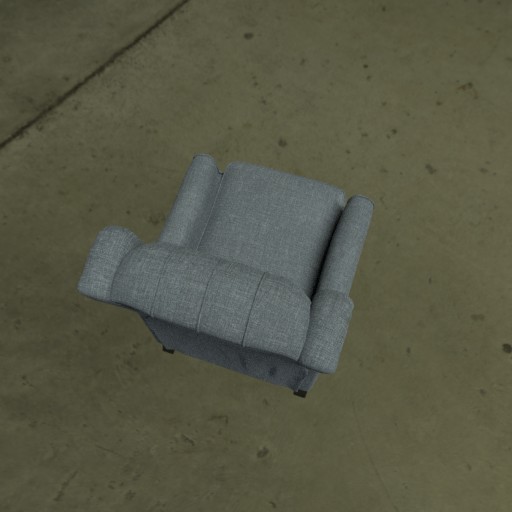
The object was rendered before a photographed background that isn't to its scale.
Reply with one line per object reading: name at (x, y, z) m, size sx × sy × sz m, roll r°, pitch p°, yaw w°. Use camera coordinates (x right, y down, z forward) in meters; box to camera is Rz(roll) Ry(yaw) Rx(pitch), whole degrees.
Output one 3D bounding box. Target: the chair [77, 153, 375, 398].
chair at (0.000, 0.000, 1.643) m, size 0.742 × 1.035 × 0.898 m, roll 16°, pitch 64°, yaw 8°
